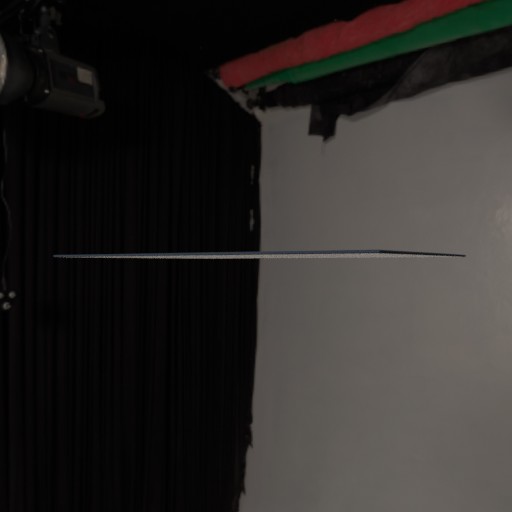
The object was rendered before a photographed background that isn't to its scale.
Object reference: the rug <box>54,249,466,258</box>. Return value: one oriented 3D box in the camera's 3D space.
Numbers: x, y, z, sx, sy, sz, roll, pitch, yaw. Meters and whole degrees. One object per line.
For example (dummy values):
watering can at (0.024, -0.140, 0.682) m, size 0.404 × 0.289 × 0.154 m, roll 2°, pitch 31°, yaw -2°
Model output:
rug at (0.000, 0.000, 2.937) m, size 2.294 × 0.014 × 1.528 m, roll -1°, pitch -1°, yaw 36°
